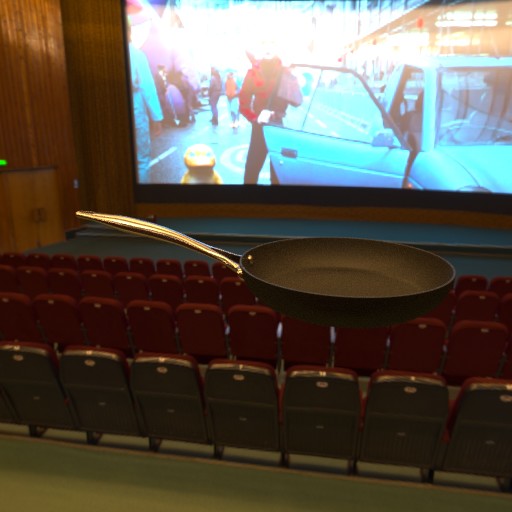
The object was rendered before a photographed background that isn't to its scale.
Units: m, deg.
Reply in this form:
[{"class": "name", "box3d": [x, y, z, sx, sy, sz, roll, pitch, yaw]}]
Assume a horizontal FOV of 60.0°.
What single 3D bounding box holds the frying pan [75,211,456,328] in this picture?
[{"class": "frying pan", "box3d": [0.000, 0.000, 0.561, 0.472, 0.105, 0.255, 2, 16, 8]}]
